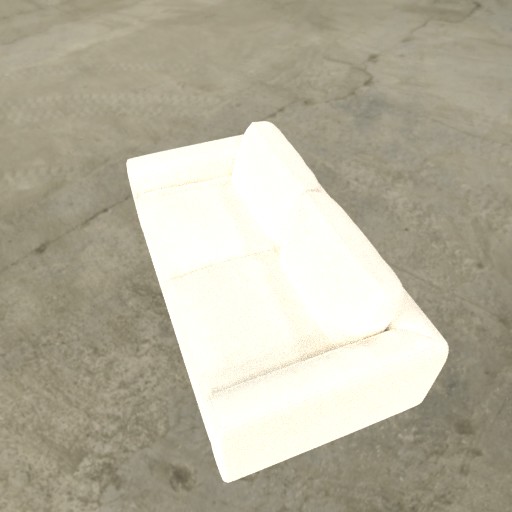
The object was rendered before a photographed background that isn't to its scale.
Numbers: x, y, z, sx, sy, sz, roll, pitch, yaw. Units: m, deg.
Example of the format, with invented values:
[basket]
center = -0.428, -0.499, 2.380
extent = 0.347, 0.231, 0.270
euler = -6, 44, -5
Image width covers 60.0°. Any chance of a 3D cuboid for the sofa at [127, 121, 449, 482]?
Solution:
[sofa]
center = 0.000, 0.000, 2.456
extent = 1.069, 0.801, 1.920
euler = -16, 48, -15
